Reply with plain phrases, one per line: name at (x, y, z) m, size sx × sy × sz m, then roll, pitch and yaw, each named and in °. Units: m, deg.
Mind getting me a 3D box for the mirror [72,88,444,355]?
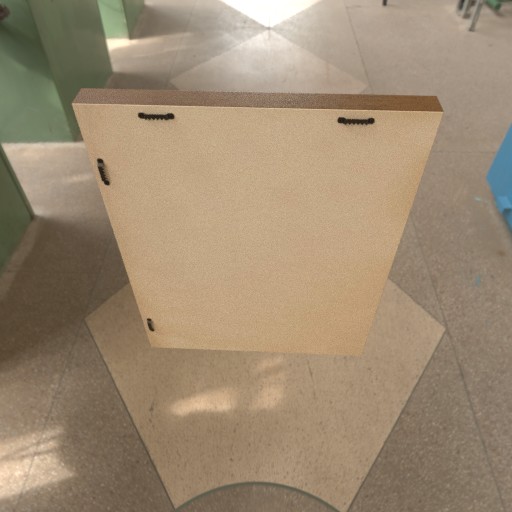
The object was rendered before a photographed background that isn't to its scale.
mirror at (0.000, 0.000, 0.678) m, size 0.405 × 0.508 × 0.041 m, roll 2°, pitch 47°, yaw 2°
